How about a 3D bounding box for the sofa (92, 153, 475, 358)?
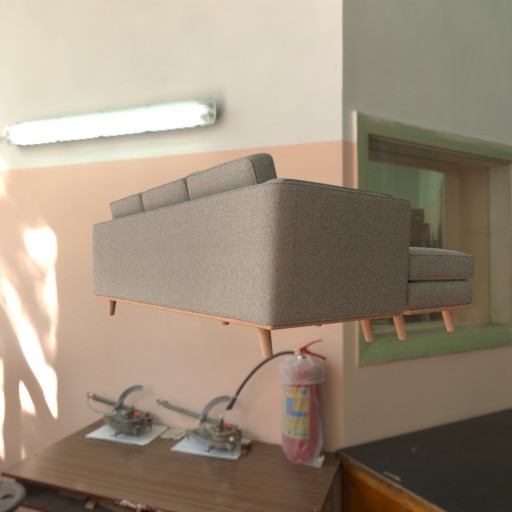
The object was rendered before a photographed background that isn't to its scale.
[{"bbox_3d":[0.000,0.000,3.133,1.604,0.929,2.411,1,-1,-37],"label":"sofa"}]
